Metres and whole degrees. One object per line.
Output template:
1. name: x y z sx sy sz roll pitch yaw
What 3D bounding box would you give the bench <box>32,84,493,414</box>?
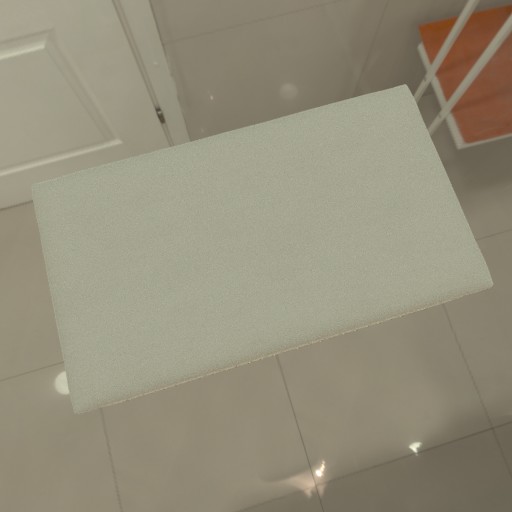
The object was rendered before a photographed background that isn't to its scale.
1. bench: 0.000 0.000 1.131 0.887 0.449 0.500 -16 77 -4
